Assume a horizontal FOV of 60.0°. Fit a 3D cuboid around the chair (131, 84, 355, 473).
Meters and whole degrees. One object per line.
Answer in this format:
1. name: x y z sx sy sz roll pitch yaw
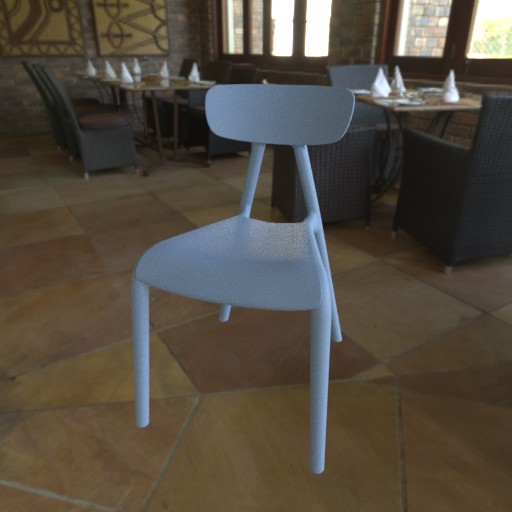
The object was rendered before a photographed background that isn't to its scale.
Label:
1. chair: 0.000 0.000 0.835 0.356 0.580 0.401 8 26 16
